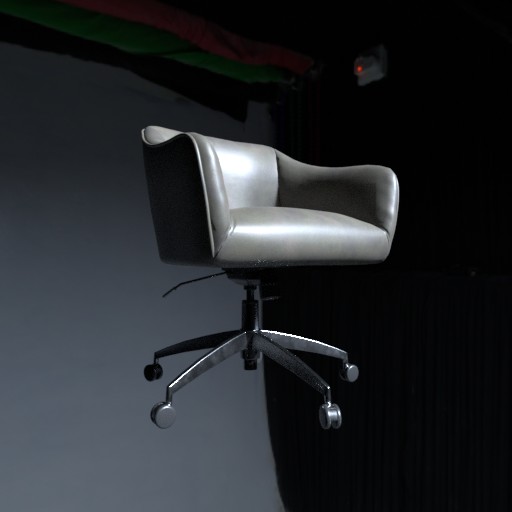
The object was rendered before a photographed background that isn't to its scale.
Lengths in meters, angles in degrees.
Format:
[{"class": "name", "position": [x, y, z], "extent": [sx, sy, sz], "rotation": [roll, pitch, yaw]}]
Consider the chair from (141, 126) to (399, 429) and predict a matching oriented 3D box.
[{"class": "chair", "position": [0.000, 0.000, 1.324], "extent": [0.713, 0.827, 0.689], "rotation": [0, 1, -36]}]
